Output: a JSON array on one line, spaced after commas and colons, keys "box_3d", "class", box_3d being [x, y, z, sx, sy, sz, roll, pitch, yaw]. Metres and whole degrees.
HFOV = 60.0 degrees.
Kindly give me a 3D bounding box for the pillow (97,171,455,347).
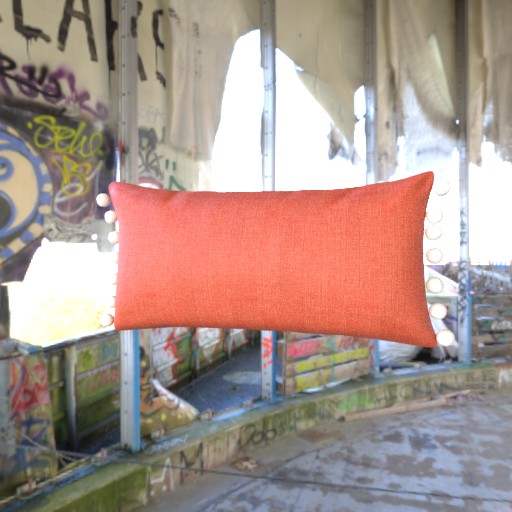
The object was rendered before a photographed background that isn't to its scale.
[{"box_3d": [0.000, 0.000, 0.864, 0.709, 0.322, 0.201, 0, 0, 18], "class": "pillow"}]
